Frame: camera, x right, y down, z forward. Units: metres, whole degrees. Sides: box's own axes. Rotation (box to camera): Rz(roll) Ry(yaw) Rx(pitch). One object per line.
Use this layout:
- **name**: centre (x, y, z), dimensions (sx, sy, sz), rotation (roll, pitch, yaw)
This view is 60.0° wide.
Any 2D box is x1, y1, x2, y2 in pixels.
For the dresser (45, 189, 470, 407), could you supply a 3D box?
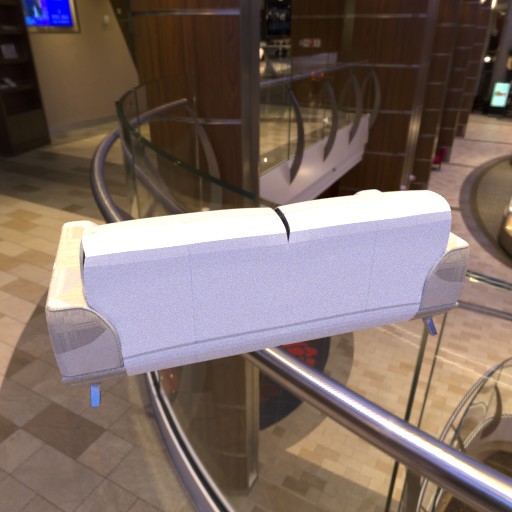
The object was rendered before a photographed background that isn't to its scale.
- **dresser**: centre (0.000, 0.000, 5.631), dimensions (4.679, 1.863, 2.251), rotation (-8, 28, -15)
